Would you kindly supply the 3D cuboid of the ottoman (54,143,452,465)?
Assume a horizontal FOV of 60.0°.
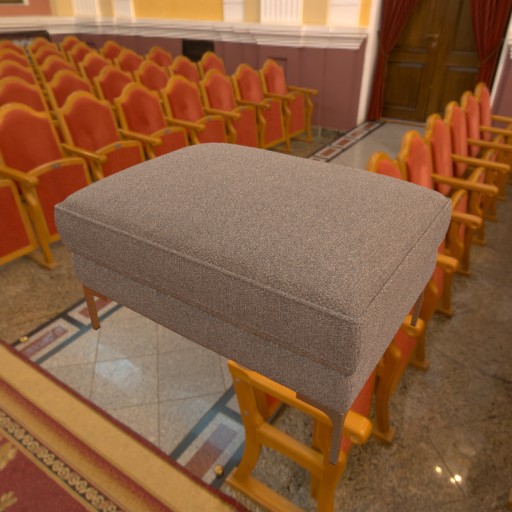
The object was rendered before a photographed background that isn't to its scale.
[{"bbox_3d":[0.000,0.000,1.140,0.785,0.464,0.583,19,36,29],"label":"ottoman"}]
